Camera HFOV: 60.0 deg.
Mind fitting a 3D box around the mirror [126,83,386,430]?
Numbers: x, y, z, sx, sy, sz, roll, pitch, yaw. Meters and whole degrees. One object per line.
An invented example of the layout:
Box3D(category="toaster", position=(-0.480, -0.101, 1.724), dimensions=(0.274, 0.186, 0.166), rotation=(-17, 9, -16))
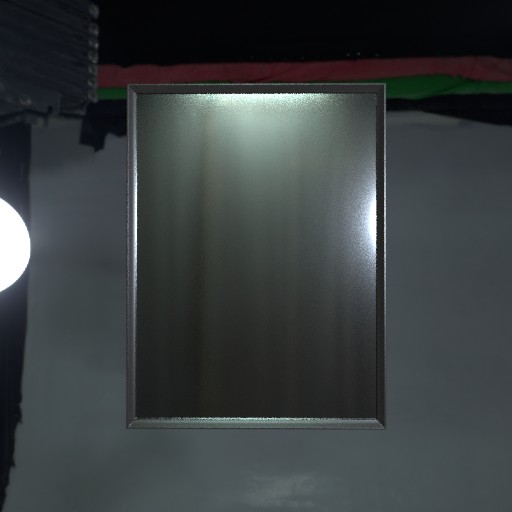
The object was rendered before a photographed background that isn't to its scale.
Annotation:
Box3D(category="mirror", position=(0.000, 0.000, 1.321), dimensions=(0.762, 1.016, 0.041), rotation=(0, 0, 1))
